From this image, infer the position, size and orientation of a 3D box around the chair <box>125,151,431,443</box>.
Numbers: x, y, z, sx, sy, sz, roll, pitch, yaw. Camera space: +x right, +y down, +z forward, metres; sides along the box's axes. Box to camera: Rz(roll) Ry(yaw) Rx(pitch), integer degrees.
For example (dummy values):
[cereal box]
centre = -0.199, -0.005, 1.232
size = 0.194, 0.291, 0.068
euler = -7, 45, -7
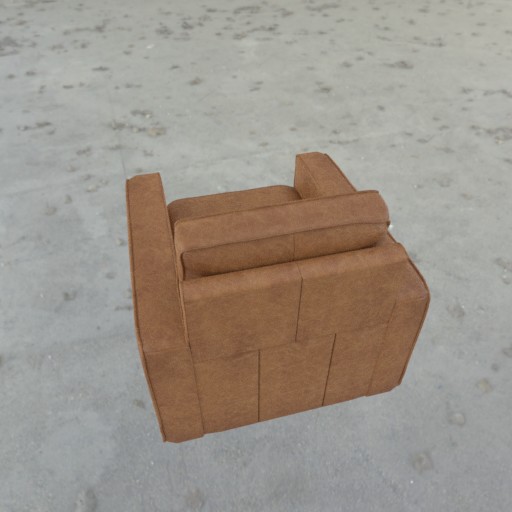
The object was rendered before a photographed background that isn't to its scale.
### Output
[chair]
centre = 0.000, 0.000, 1.773
size = 0.987, 0.901, 1.027
euler = -12, 43, -13
